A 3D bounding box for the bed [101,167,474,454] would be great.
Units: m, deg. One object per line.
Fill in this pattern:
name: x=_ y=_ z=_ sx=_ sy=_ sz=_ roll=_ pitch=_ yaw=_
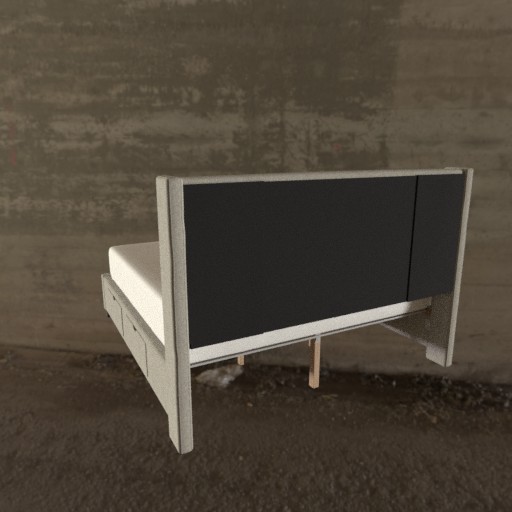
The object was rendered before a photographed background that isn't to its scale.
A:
bed: x=0.000 y=0.000 z=3.651 sx=2.140 sy=1.470 sz=2.280 roll=-7 pitch=15 yaw=-27
